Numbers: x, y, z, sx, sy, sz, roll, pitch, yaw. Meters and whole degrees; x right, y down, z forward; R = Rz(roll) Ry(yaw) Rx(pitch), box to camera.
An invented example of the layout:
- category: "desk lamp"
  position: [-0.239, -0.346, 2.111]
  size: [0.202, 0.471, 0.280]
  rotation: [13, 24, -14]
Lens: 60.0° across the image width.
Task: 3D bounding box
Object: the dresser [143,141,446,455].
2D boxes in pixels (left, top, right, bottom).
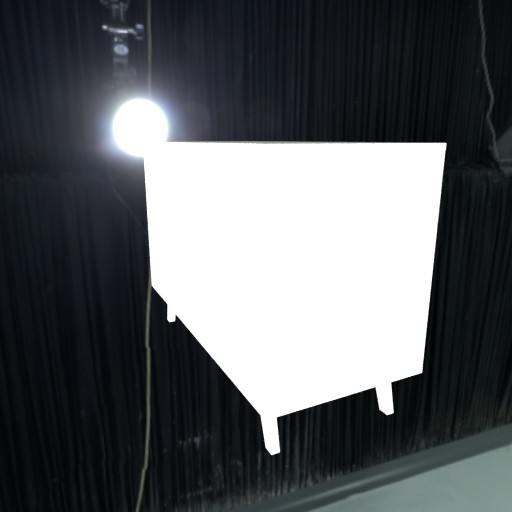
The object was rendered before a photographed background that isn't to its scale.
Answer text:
- category: "dresser"
  position: [0.000, 0.000, 1.567]
  size: [0.500, 0.780, 1.110]
  rotation: [-7, 16, -25]
